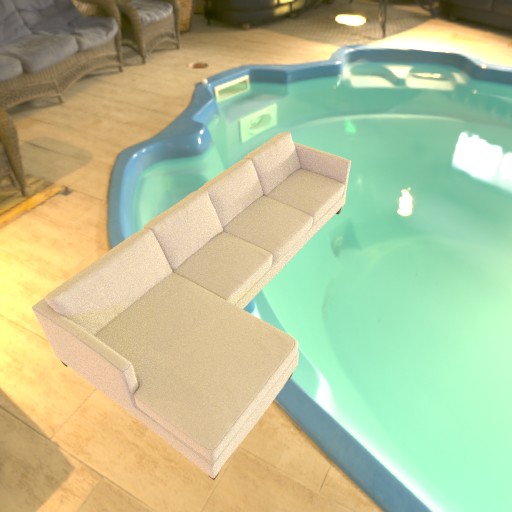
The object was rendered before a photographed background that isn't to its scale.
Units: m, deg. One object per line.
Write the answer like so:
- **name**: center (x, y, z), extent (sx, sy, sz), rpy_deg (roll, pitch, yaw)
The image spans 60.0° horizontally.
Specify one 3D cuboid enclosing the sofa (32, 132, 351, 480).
- **sofa**: center (0.000, 0.000, 3.878), extent (1.625, 0.846, 3.186), rpy_deg (25, 47, 26)
